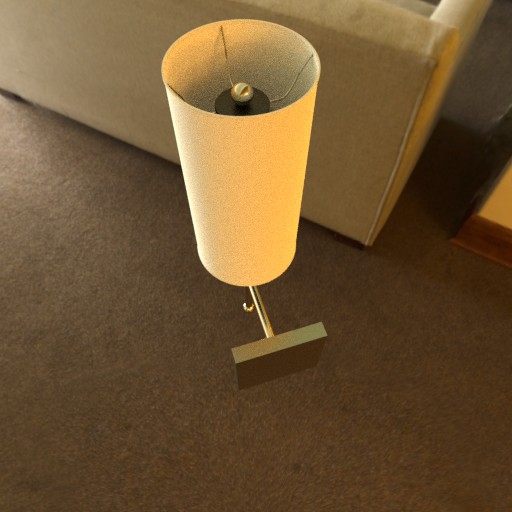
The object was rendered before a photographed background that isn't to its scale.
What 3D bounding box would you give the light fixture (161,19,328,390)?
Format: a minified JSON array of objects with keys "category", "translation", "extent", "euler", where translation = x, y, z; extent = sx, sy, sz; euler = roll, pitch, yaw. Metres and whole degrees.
[{"category":"light fixture","translation":[0.000,0.000,0.533],"extent":[0.128,0.462,0.208],"euler":[-15,59,-9]}]
